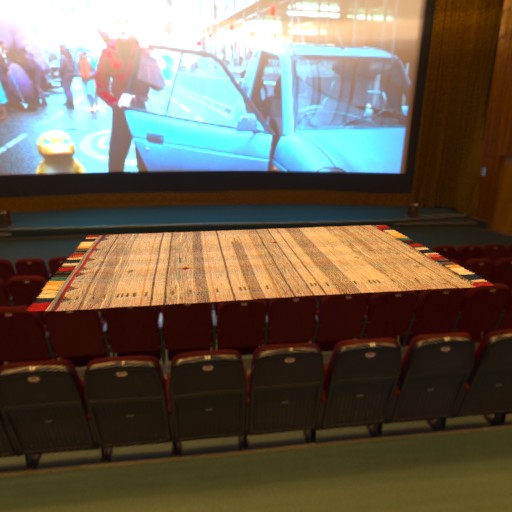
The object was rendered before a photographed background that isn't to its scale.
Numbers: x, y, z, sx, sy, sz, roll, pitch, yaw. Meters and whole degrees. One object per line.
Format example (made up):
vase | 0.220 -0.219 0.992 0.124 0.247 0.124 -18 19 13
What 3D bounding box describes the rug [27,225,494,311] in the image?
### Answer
rug | 0.000 0.000 2.945 2.465 0.012 1.465 -3 18 -8
